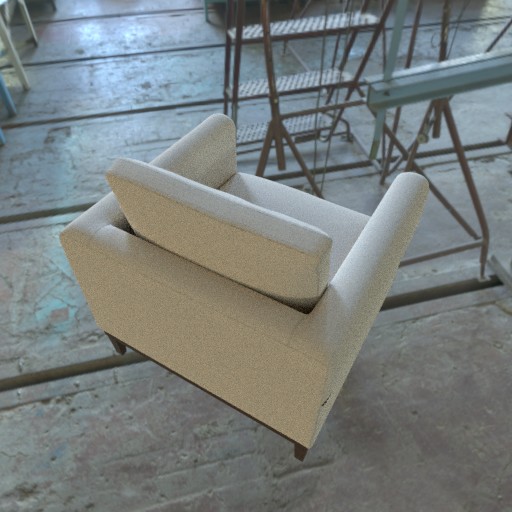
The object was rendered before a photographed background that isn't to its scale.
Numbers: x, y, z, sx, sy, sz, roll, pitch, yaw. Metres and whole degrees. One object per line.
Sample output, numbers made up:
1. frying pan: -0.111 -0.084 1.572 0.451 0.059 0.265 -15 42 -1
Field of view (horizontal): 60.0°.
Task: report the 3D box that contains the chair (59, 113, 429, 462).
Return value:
1. chair: 0.000 0.000 1.675 0.982 0.915 0.896 23 51 21
